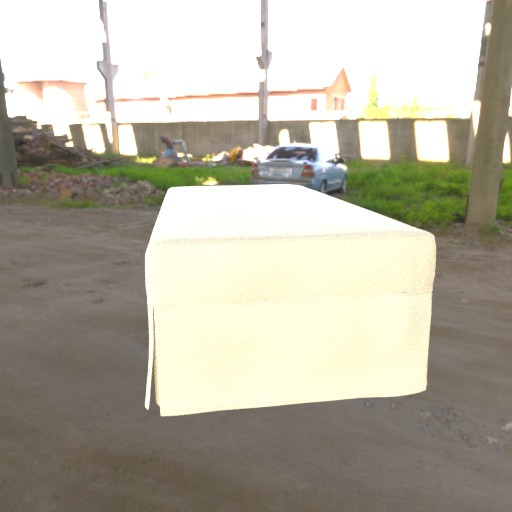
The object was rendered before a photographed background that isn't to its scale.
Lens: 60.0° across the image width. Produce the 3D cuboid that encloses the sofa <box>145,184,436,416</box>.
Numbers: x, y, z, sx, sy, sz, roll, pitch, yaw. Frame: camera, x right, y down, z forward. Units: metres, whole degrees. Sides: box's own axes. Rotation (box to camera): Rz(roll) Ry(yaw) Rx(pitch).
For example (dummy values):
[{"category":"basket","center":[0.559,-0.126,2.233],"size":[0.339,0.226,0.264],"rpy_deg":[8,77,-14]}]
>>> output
[{"category":"sofa","center":[0.000,0.000,2.116],"size":[0.939,0.552,1.677],"rpy_deg":[-2,14,-9]}]
